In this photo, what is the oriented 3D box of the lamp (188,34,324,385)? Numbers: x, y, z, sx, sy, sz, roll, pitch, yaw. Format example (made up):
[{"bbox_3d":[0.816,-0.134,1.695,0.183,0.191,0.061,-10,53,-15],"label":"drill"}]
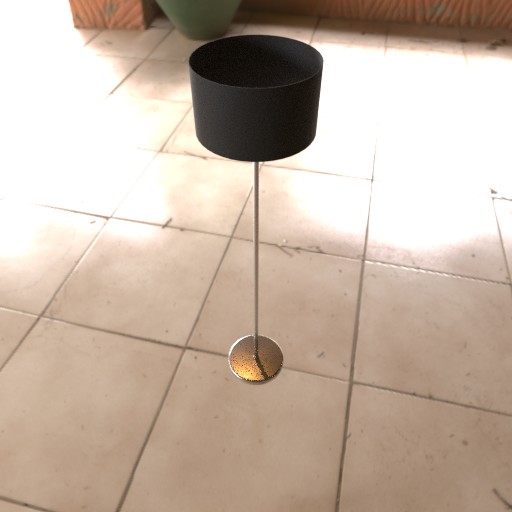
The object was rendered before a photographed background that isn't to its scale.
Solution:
[{"bbox_3d":[0.000,0.000,1.654,0.348,1.443,0.348,9,46,9],"label":"lamp"}]
